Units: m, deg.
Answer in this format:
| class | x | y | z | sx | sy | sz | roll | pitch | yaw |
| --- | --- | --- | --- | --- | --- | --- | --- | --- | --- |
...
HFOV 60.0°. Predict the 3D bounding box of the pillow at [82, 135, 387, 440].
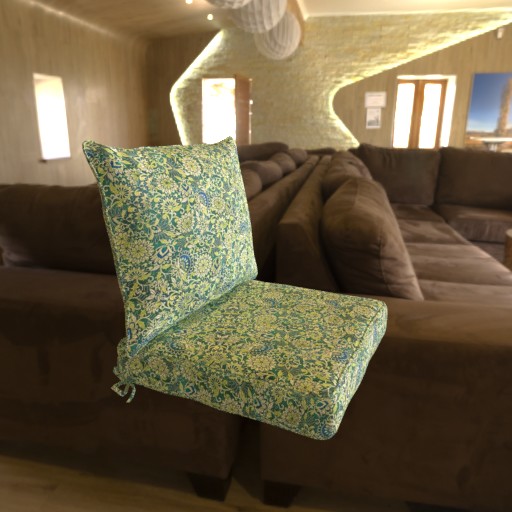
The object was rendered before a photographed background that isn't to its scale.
| class | x | y | z | sx | sy | sz | roll | pitch | yaw |
| --- | --- | --- | --- | --- | --- | --- | --- | --- | --- |
| pillow | 0.000 | 0.000 | 1.395 | 0.740 | 0.722 | 0.798 | 8 | 18 | 25 |
